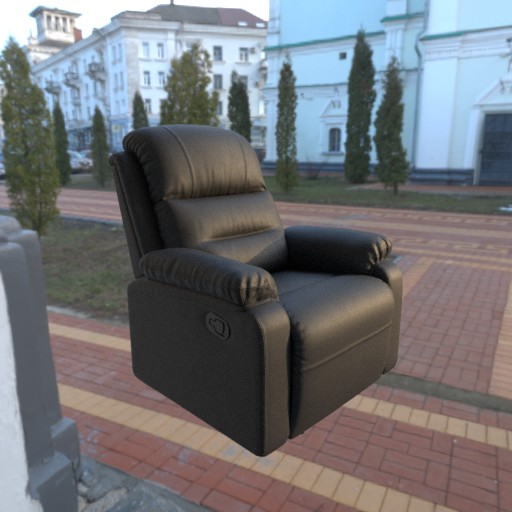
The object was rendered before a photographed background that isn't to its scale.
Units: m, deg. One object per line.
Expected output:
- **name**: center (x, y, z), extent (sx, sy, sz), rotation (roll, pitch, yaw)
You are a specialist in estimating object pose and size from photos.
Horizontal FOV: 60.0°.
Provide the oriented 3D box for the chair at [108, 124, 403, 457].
- **chair**: center (0.000, 0.000, 1.694), extent (0.919, 0.992, 0.855), rotation (13, 18, 43)
